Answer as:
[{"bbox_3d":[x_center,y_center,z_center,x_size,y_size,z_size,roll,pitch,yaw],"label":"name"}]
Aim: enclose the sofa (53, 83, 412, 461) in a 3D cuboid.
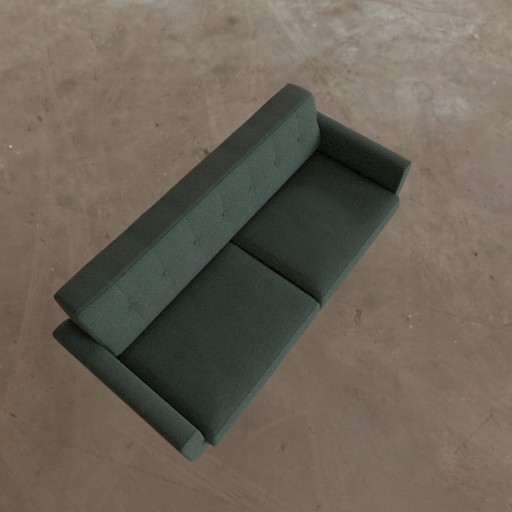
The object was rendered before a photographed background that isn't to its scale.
[{"bbox_3d":[0.000,0.000,2.500,0.909,0.841,2.029,34,66,18],"label":"sofa"}]
